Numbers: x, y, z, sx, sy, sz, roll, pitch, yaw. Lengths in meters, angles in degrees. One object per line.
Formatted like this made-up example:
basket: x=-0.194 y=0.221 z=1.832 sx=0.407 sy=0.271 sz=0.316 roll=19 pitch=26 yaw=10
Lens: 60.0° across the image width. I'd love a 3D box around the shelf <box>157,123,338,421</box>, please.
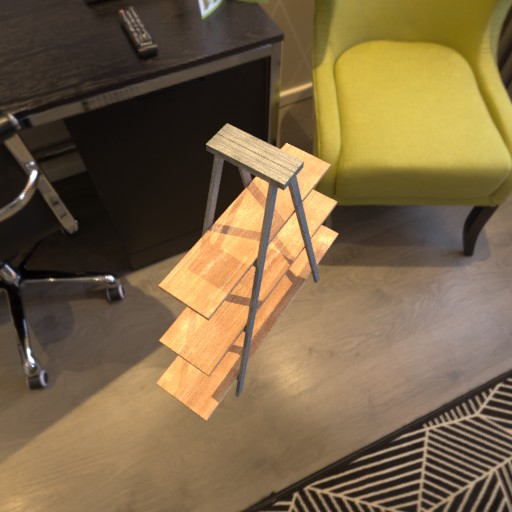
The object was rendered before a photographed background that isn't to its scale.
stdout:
shelf: x=0.000 y=0.000 z=2.718 sx=0.508 sy=1.808 sz=1.746 roll=30 pitch=64 yaw=17
